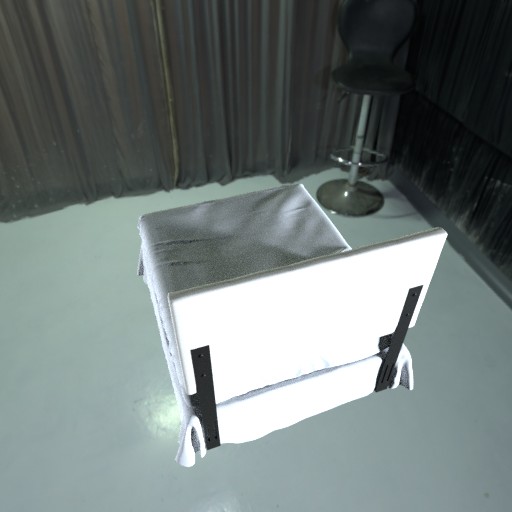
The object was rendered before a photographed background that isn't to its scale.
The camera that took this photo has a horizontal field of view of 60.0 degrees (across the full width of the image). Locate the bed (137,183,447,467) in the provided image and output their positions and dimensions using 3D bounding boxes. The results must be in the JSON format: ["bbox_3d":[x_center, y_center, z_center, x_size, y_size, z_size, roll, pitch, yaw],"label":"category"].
[{"bbox_3d":[0.000,0.000,3.579,1.936,1.577,2.222,-13,43,-15],"label":"bed"}]
